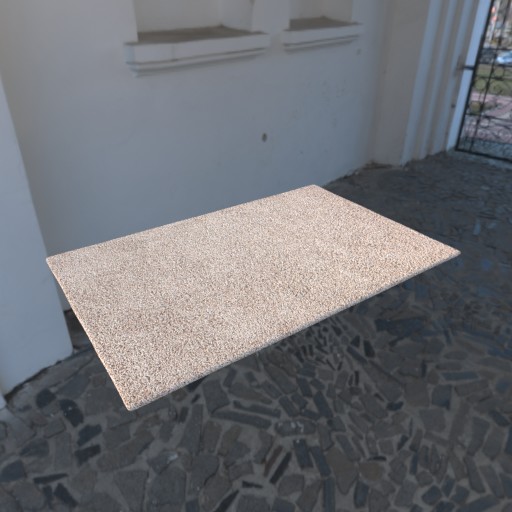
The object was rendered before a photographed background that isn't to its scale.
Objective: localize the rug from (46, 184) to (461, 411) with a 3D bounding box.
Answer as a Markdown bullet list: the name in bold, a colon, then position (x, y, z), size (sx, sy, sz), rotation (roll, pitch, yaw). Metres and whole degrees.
- **rug**: position (0.000, 0.000, 3.478), size (2.743, 0.030, 1.778), rotation (-19, 35, -29)
